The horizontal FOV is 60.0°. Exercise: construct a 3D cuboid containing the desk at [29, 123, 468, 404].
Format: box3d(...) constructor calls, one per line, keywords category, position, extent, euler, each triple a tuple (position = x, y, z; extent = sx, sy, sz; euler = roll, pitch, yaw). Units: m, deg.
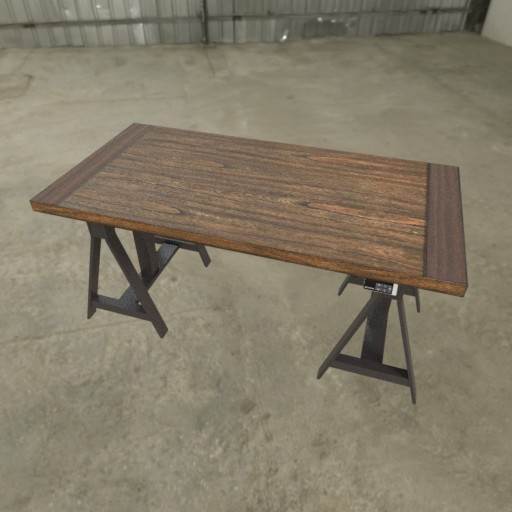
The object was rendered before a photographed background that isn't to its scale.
box3d(category="desk", position=(0.000, 0.000, 1.961), extent=(1.543, 0.725, 0.784), euler=(11, 40, 14))
